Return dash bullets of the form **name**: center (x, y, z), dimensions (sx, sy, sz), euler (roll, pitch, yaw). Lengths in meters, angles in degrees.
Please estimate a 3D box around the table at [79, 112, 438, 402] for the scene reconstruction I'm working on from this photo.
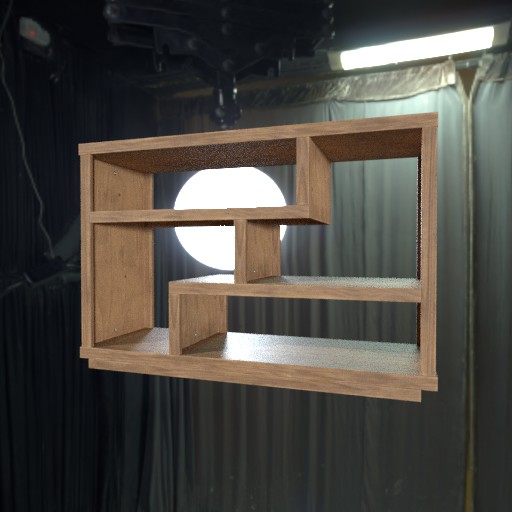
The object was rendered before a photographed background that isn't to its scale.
- **table**: center (0.000, 0.000, 1.544), dimensions (1.151, 0.771, 0.410), euler (0, 1, 18)
